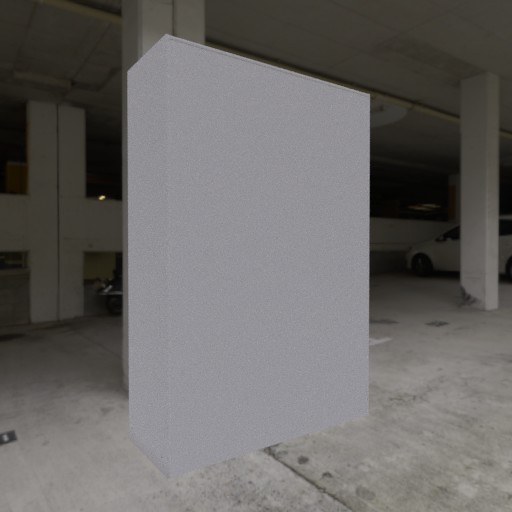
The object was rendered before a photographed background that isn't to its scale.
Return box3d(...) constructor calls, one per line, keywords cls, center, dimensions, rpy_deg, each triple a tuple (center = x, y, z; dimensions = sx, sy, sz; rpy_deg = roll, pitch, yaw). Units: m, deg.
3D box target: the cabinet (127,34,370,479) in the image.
box3d(cls="cabinet", center=(0.000, 0.000, 2.480), dimensions=(1.290, 1.910, 0.510), rpy_deg=(-1, 1, -35))
